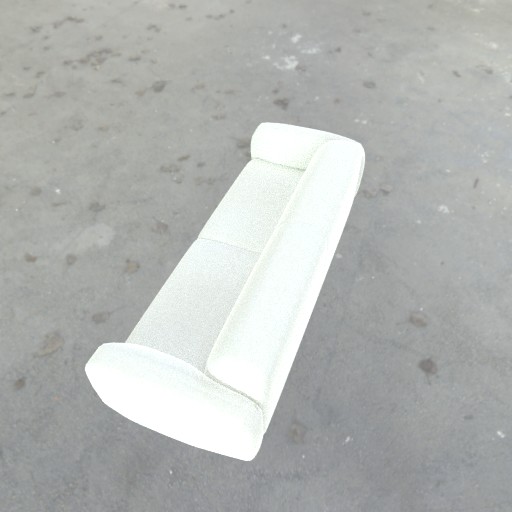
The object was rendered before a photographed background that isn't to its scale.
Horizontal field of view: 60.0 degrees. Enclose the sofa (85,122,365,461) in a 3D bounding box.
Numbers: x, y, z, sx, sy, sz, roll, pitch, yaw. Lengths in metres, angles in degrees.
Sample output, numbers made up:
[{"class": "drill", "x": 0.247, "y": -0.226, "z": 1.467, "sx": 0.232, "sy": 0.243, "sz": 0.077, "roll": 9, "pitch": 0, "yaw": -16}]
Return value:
[{"class": "sofa", "x": 0.000, "y": 0.000, "z": 2.744, "sx": 0.870, "sy": 0.780, "sz": 2.280, "roll": 16, "pitch": 50, "yaw": 14}]
